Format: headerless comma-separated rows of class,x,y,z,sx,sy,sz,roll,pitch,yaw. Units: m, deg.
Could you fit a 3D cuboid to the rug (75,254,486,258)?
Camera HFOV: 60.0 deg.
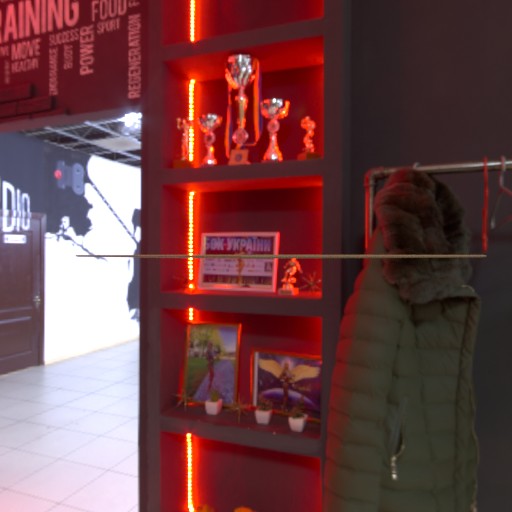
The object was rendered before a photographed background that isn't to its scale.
rug,0.000,0.000,4.060,2.413,0.020,3.041,0,0,-36
